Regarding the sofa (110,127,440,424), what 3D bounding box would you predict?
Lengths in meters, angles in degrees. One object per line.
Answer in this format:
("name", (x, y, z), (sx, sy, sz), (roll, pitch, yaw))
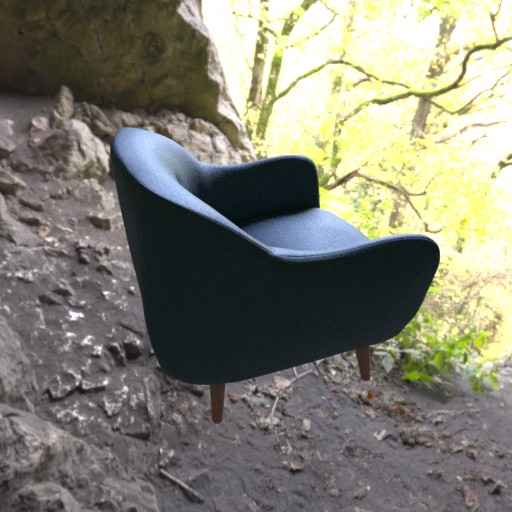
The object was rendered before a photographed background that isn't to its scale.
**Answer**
("sofa", (0.000, 0.000, 1.496), (0.825, 0.817, 0.836), (-10, 31, -17))
